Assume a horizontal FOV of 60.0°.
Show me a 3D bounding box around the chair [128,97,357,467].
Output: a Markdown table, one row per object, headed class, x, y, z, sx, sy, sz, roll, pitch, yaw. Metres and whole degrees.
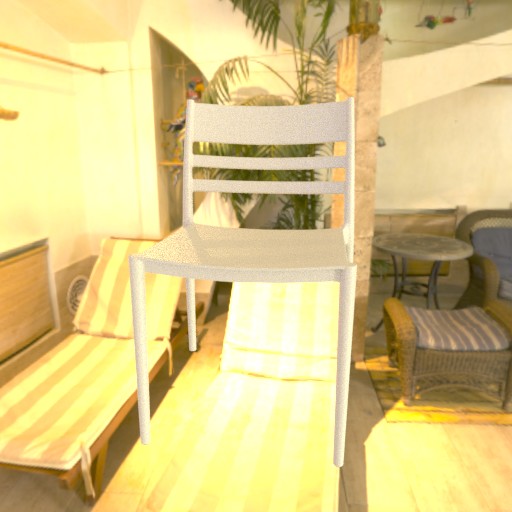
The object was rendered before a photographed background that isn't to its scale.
| class | x | y | z | sx | sy | sz | roll | pitch | yaw |
| --- | --- | --- | --- | --- | --- | --- | --- | --- | --- |
| chair | 0.000 | 0.000 | 1.139 | 0.531 | 0.800 | 0.511 | 2 | 15 | 9 |
